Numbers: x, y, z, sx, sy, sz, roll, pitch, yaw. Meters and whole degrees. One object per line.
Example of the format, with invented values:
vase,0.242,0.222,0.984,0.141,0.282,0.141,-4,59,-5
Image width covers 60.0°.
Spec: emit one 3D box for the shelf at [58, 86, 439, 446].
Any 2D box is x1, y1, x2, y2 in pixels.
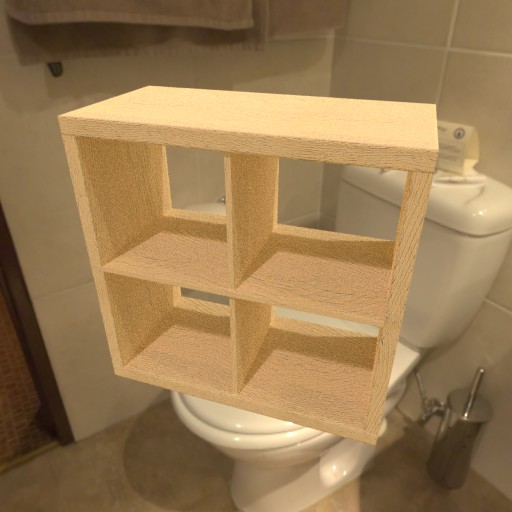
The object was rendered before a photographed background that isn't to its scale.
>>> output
shelf,0.000,0.000,1.226,0.790,0.786,0.390,10,32,16
